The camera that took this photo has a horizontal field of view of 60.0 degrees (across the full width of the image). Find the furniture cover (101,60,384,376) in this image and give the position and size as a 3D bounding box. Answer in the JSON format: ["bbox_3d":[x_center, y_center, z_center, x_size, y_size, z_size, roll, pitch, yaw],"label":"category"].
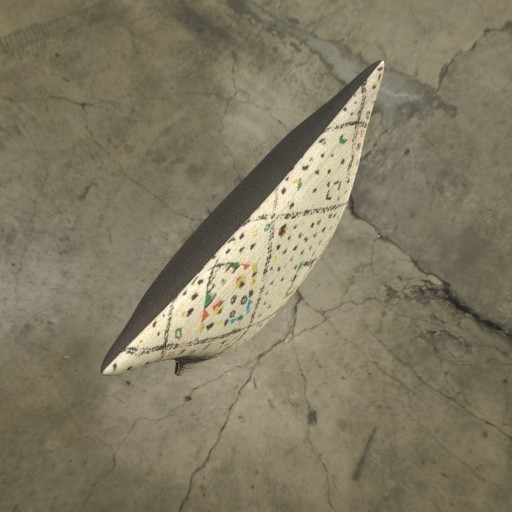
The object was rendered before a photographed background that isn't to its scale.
[{"bbox_3d":[0.000,0.000,0.765,0.180,0.498,0.525,39,79,9],"label":"furniture cover"}]
